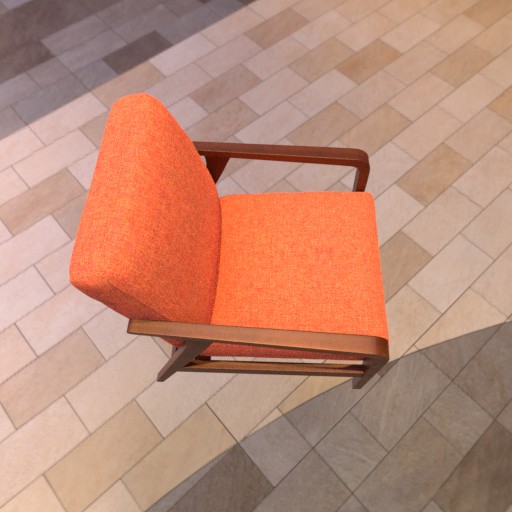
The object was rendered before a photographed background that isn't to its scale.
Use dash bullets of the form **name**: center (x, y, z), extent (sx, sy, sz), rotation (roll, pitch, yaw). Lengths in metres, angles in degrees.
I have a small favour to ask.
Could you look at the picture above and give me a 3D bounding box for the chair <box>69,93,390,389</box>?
- **chair**: center (0.000, 0.000, 1.485), extent (0.860, 0.890, 0.719), rotation (2, 62, 1)
